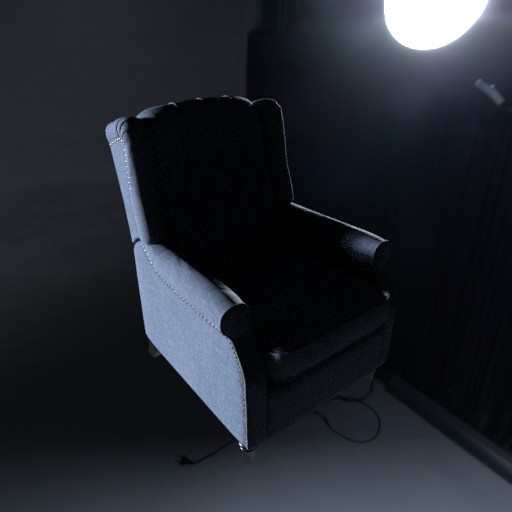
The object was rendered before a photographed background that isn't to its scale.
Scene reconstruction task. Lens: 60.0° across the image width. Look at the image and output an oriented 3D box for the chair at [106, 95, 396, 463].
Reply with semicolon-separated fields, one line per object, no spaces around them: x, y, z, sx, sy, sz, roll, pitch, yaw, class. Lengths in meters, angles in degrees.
0.000;0.000;1.642;0.742;1.035;0.898;-20;34;-33;chair
